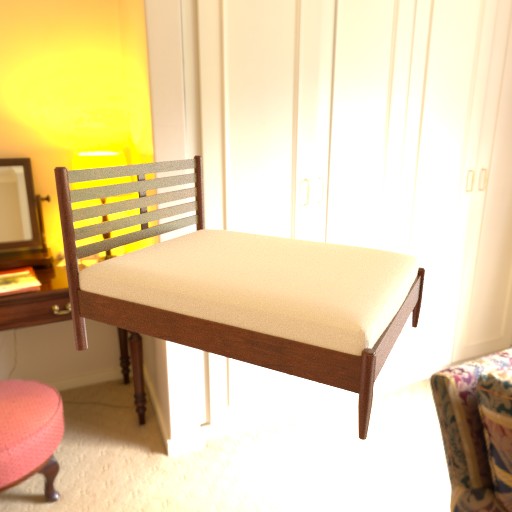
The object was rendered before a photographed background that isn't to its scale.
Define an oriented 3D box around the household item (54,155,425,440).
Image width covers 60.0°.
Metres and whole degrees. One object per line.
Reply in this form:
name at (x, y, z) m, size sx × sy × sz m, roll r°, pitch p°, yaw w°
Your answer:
household item at (0.000, 0.000, 3.353) m, size 2.232 × 1.356 × 1.663 m, roll 8°, pitch 18°, yaw 27°
